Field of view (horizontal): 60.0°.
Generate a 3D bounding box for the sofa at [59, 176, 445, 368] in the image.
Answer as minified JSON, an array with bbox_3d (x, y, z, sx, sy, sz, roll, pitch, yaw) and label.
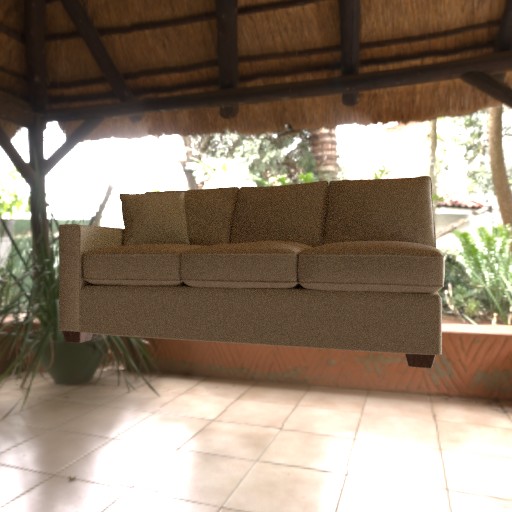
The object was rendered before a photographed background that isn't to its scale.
[{"bbox_3d":[0.000,0.000,2.569,1.962,0.946,1.034,0,0,18],"label":"sofa"}]
